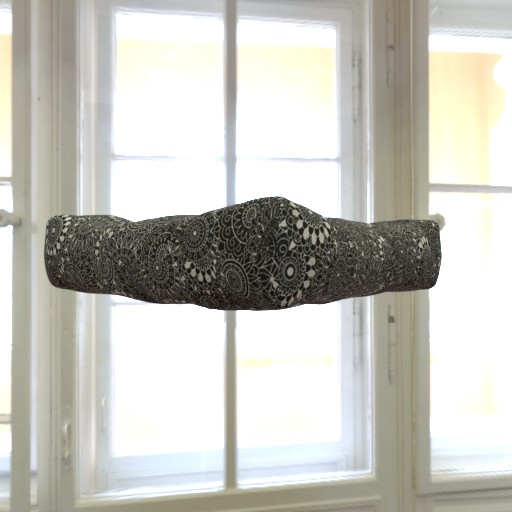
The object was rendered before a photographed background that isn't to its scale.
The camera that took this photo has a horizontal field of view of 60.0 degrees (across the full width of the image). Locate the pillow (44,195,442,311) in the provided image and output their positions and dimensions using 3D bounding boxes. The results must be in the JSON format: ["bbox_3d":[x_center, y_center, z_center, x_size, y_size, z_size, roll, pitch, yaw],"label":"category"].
[{"bbox_3d":[0.000,0.000,0.722,0.468,0.128,0.490,0,0,39],"label":"pillow"}]
